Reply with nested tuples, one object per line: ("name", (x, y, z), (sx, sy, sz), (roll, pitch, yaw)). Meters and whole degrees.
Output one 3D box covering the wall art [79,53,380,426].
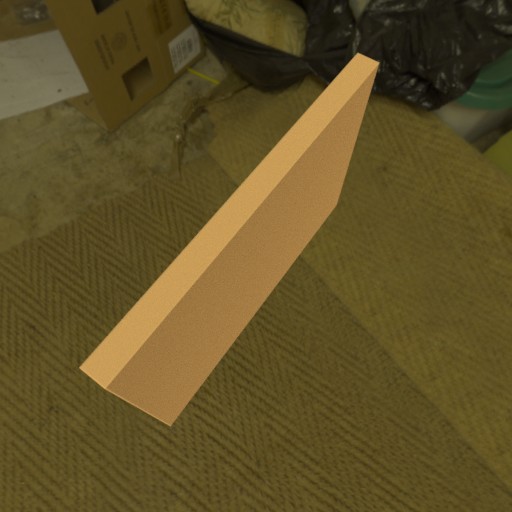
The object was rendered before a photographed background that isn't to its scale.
("wall art", (0.000, 0.000, 0.771), (0.039, 0.407, 0.609), (33, 68, 15))
